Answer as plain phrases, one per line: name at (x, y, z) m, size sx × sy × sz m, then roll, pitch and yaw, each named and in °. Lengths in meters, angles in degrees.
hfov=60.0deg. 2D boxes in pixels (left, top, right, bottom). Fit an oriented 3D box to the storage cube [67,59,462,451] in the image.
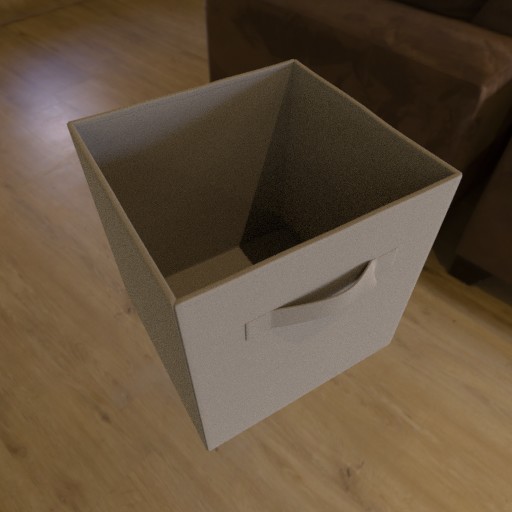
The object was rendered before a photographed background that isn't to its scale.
storage cube at (0.000, 0.000, 0.497) m, size 0.270 × 0.280 × 0.270 m, roll -24°, pitch 52°, yaw -20°
